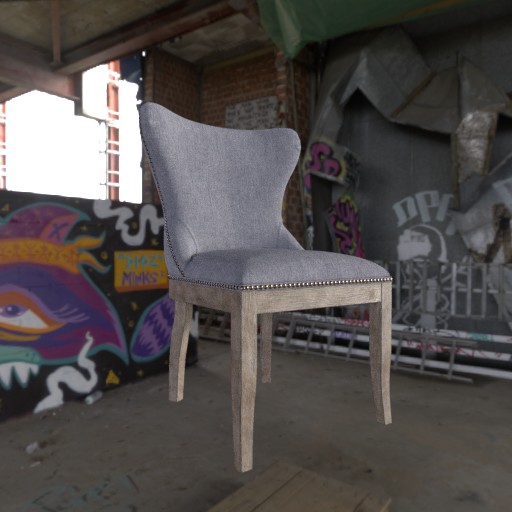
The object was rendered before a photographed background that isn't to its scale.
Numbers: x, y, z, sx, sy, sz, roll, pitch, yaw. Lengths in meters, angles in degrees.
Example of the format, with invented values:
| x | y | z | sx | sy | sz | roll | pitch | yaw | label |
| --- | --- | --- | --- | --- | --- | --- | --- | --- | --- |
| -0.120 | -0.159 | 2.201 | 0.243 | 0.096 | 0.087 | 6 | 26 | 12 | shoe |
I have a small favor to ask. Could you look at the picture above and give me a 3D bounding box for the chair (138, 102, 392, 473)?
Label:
| x | y | z | sx | sy | sz | roll | pitch | yaw | label |
| --- | --- | --- | --- | --- | --- | --- | --- | --- | --- |
| 0.000 | 0.000 | 1.455 | 0.654 | 1.002 | 0.681 | -1 | 1 | -34 | chair |
